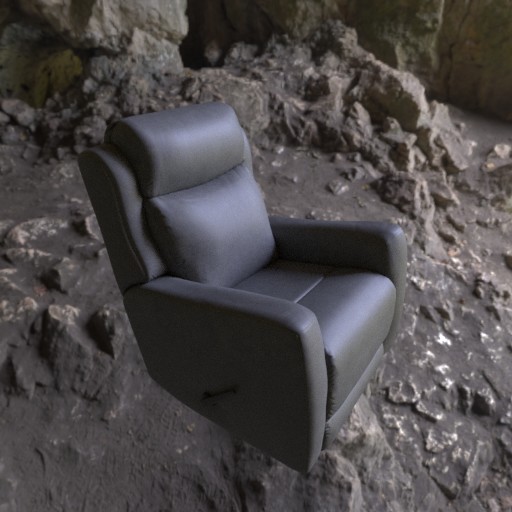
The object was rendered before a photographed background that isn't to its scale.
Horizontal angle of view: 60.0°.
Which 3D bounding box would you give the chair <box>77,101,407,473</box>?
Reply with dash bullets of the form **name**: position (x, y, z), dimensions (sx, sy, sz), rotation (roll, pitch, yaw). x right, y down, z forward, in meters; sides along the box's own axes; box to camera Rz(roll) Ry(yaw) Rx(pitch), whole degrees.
- **chair**: position (0.000, 0.000, 1.867), dimensions (1.068, 1.116, 0.967), rotation (18, 32, 31)
